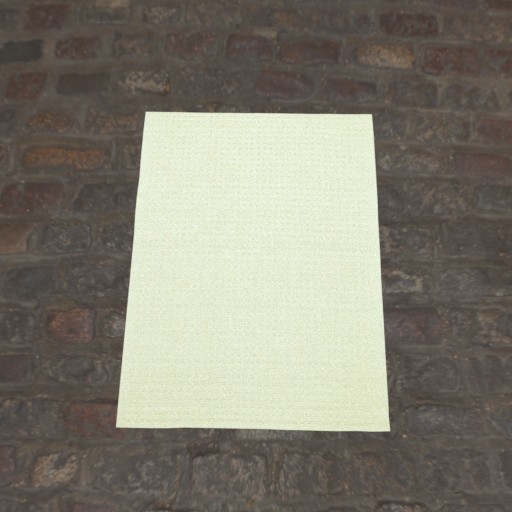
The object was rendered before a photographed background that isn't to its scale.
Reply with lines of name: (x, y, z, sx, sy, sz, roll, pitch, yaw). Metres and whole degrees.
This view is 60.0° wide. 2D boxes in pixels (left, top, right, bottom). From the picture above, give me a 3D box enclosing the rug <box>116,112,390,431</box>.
rug: (0.000, 0.000, 4.360, 2.452, 0.016, 3.204, 1, 75, 0)
